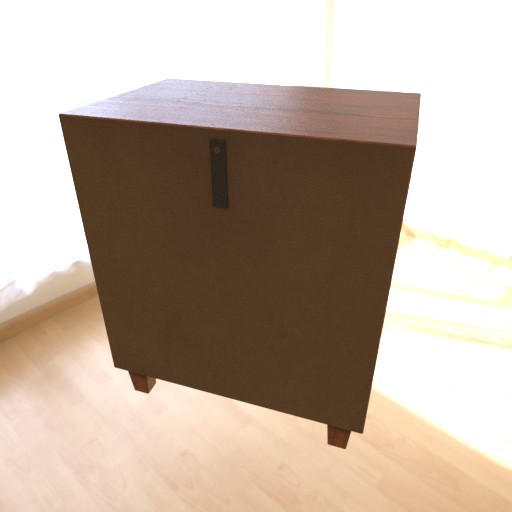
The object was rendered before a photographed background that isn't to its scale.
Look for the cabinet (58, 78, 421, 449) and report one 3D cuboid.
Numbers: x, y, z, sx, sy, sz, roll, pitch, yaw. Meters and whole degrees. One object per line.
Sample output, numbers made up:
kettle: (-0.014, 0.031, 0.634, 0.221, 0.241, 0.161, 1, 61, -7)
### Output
cabinet: (0.000, 0.000, 1.040, 0.607, 0.695, 0.410, 10, 32, 16)
